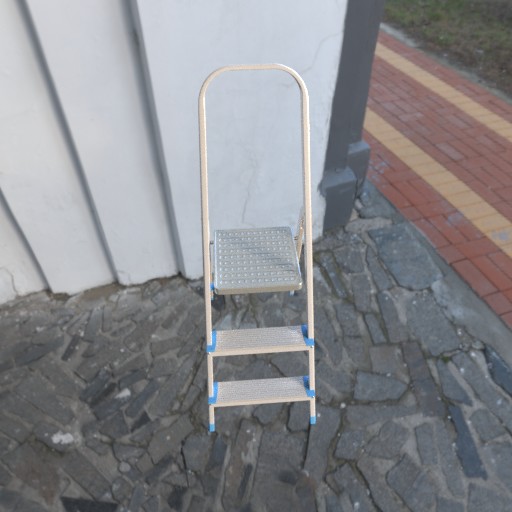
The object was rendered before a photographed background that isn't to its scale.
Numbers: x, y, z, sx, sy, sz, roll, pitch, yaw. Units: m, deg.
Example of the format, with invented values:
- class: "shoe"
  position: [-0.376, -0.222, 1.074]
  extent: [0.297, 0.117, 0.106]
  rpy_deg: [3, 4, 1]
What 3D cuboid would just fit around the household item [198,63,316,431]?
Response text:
- class: "household item"
  position: [0.000, 0.000, 1.525]
  extent: [0.420, 1.215, 0.687]
  rpy_deg: [-3, 46, -3]
